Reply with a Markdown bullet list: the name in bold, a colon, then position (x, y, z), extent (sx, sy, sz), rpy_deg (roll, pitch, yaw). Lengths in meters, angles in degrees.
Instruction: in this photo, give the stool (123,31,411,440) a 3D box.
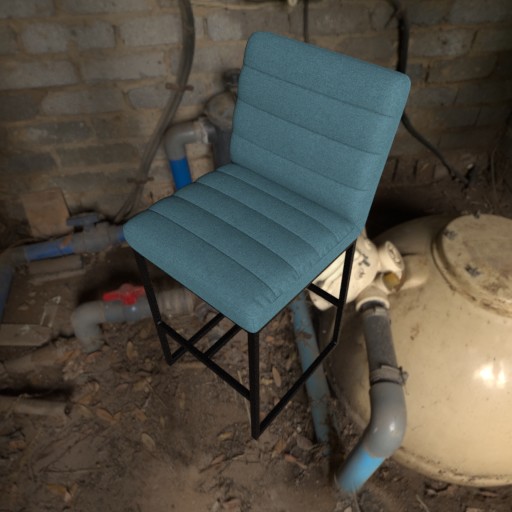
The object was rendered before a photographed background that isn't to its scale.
- **stool**: position (0.000, 0.000, 1.305), extent (0.460, 1.040, 0.560), rpy_deg (32, 54, 27)
